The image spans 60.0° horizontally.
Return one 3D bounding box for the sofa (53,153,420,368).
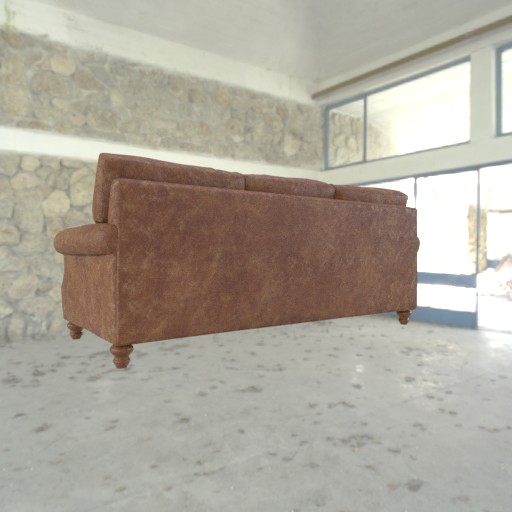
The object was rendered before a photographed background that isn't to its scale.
[{"bbox_3d":[0.000,0.000,2.903,2.351,0.977,0.973,0,1,-36],"label":"sofa"}]
